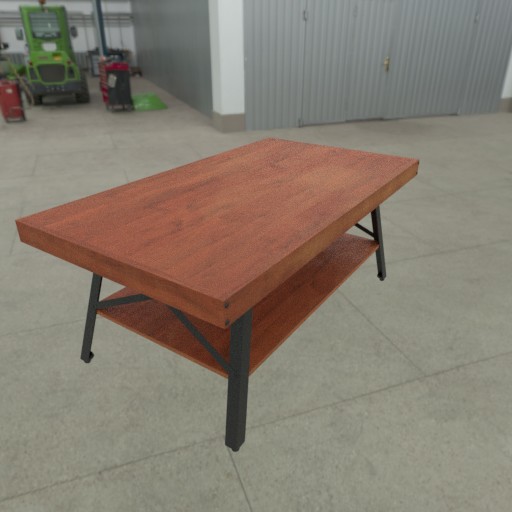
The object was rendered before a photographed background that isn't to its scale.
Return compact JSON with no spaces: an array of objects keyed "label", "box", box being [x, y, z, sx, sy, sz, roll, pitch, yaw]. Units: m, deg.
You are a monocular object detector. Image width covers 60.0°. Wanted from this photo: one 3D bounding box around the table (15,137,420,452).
[{"label":"table","box":[0.000,0.000,1.357,0.610,0.457,1.067,17,32,30]}]
